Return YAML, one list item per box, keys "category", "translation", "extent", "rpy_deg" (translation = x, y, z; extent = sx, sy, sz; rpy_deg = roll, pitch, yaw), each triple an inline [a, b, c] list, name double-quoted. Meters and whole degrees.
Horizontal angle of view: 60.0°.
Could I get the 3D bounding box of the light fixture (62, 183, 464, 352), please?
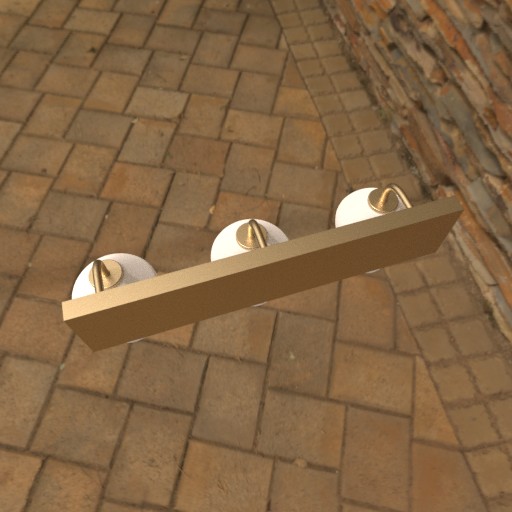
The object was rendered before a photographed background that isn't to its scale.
- category: "light fixture"
  translation: [0.000, 0.000, 0.726]
  extent: [0.609, 0.280, 0.190]
  rpy_deg: [-15, 60, -9]
